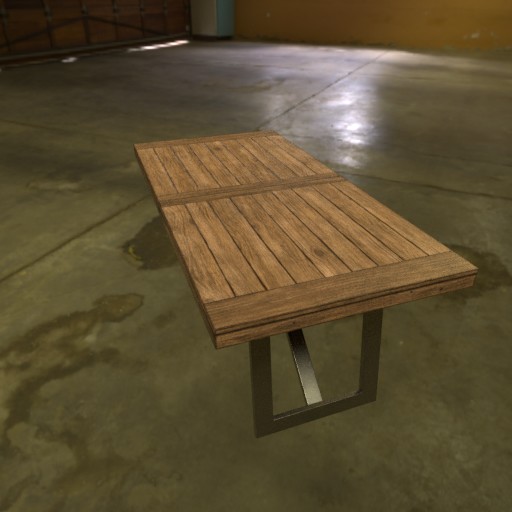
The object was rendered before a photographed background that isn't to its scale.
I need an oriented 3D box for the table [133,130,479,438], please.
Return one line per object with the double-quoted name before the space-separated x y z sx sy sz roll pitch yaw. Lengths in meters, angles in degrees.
"table" 0.000 0.000 2.317 0.931 0.757 1.867 -11 32 -17
